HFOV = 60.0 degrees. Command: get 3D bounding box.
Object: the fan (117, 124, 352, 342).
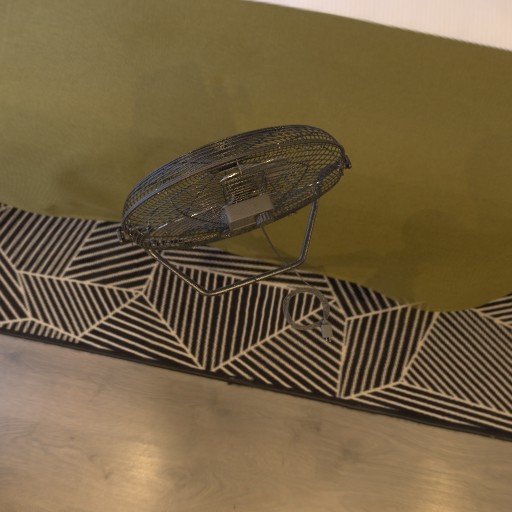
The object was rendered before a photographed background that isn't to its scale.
[{"bbox_3d":[0.000,0.000,1.027,0.595,0.605,0.470,-19,76,-5],"label":"fan"}]
